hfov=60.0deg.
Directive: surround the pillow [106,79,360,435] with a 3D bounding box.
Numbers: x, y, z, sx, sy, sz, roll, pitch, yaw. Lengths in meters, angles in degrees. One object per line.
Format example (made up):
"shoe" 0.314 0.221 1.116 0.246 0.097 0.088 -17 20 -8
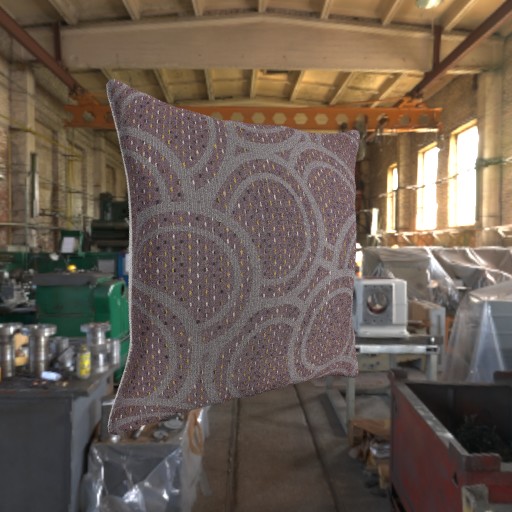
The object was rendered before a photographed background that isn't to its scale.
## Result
"pillow" 0.000 0.000 0.777 0.514 0.513 0.163 -1 1 -35
